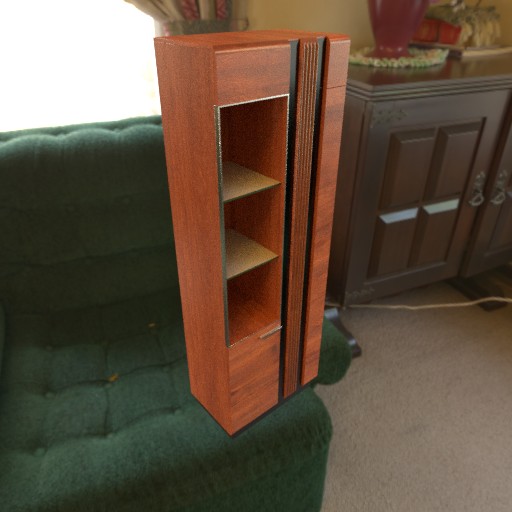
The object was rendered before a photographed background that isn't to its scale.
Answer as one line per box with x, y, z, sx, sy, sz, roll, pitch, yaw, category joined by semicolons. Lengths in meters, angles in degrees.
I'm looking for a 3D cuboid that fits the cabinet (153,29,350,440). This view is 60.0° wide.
0.000;0.000;2.220;0.660;1.980;0.420;-23;38;-33;cabinet
